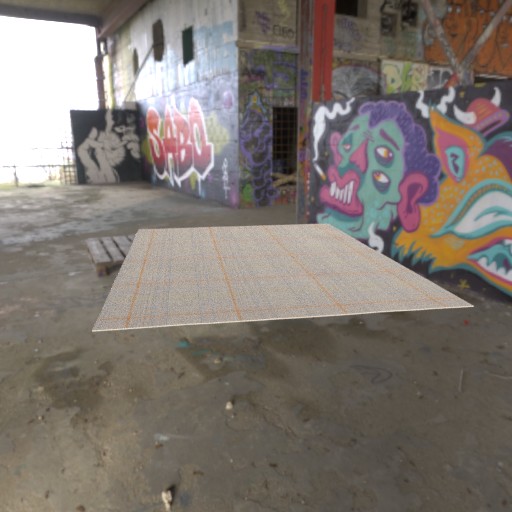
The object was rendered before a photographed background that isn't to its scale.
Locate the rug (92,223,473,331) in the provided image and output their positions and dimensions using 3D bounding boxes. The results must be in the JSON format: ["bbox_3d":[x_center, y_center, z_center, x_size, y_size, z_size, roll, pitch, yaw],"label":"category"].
[{"bbox_3d":[0.000,0.000,4.218,2.448,0.021,3.051,-2,15,-9],"label":"rug"}]
